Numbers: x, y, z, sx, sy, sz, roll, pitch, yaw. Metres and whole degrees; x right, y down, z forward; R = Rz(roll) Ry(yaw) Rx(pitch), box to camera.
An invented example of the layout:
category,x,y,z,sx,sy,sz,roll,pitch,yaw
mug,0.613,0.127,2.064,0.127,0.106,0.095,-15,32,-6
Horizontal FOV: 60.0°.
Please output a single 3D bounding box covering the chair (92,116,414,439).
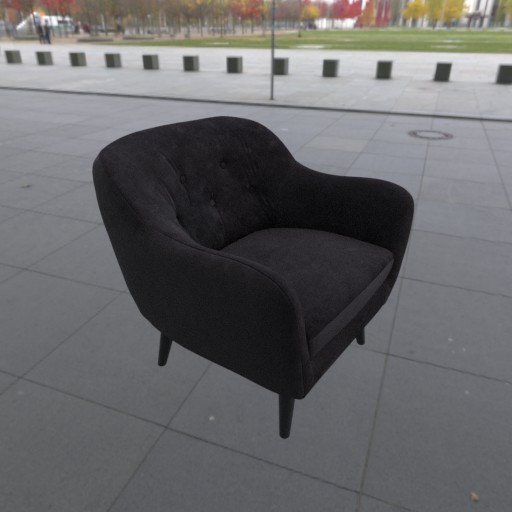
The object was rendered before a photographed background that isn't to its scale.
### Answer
category,x,y,z,sx,sy,sz,roll,pitch,yaw
chair,0.000,0.000,1.526,0.819,0.807,0.840,19,33,32
